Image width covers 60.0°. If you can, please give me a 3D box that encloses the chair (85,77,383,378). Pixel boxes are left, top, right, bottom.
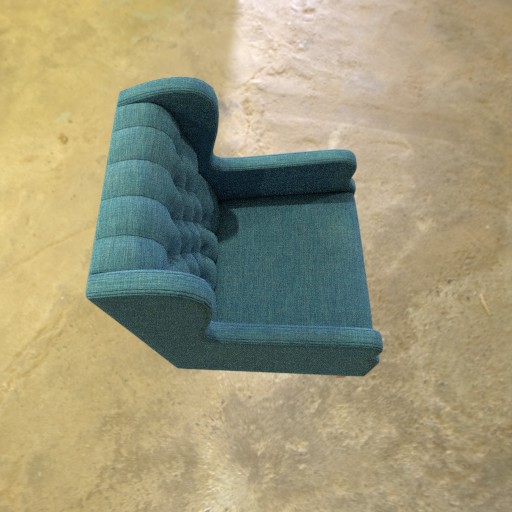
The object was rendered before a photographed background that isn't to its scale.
[{"bbox_3d":[0.000,0.000,1.498,0.775,0.952,0.711,-1,64,0],"label":"chair"}]
